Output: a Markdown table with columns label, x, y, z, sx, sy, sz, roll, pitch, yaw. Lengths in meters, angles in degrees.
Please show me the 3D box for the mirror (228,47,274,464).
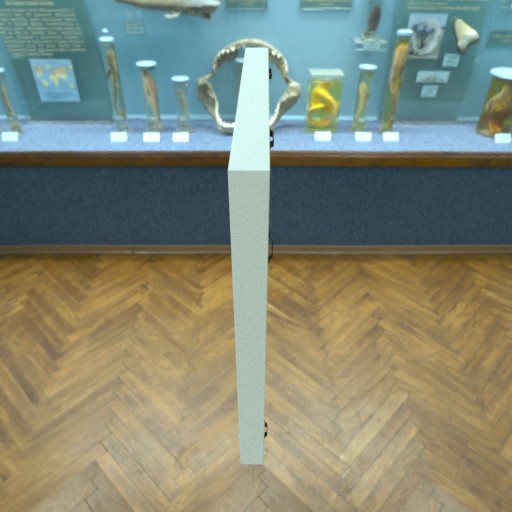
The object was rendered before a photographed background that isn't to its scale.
| label | x | y | z | sx | sy | sz | roll | pitch | yaw |
| --- | --- | --- | --- | --- | --- | --- | --- | --- | --- |
| mirror | 0.000 | 0.000 | 0.692 | 0.041 | 0.509 | 0.406 | 1 | 39 | 1 |
